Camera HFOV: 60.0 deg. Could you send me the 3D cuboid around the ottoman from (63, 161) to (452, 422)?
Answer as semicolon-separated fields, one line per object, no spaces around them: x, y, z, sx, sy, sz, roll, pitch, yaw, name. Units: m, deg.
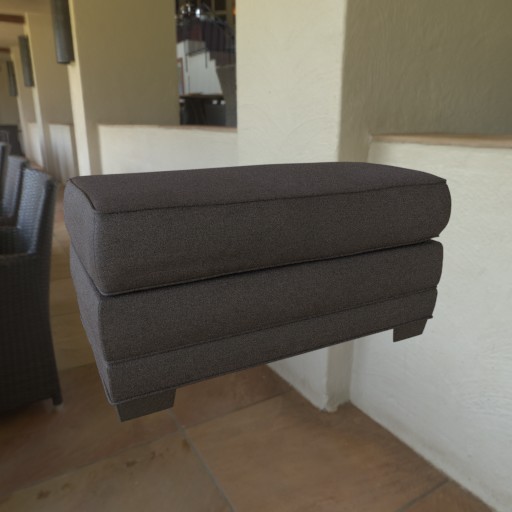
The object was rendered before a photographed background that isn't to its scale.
0.000;0.000;1.136;0.864;0.448;0.490;-9;19;-26;ottoman
